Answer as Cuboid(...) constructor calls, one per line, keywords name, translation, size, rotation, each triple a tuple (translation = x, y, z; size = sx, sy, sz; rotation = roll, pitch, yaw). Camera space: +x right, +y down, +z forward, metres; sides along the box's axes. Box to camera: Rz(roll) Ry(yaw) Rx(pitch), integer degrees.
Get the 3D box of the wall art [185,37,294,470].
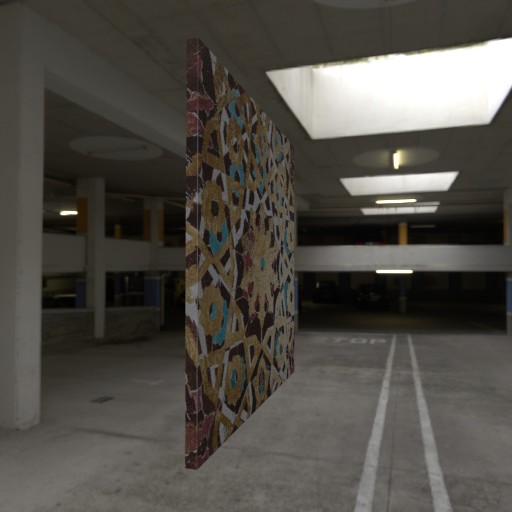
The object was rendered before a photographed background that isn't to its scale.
Cuboid(name="wall art", translation=(0.000, 0.000, 1.143), size=(0.028, 0.762, 0.757), rotation=(0, -1, 18))
